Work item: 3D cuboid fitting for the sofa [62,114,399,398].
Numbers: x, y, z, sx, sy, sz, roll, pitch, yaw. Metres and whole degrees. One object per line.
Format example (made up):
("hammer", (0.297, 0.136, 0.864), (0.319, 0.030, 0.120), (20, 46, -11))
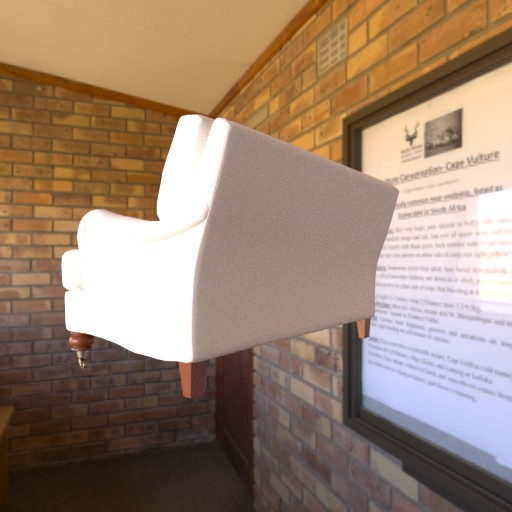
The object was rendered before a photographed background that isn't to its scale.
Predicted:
("sofa", (0.000, 0.000, 2.559), (1.084, 1.101, 1.853), (-1, -1, 37))
